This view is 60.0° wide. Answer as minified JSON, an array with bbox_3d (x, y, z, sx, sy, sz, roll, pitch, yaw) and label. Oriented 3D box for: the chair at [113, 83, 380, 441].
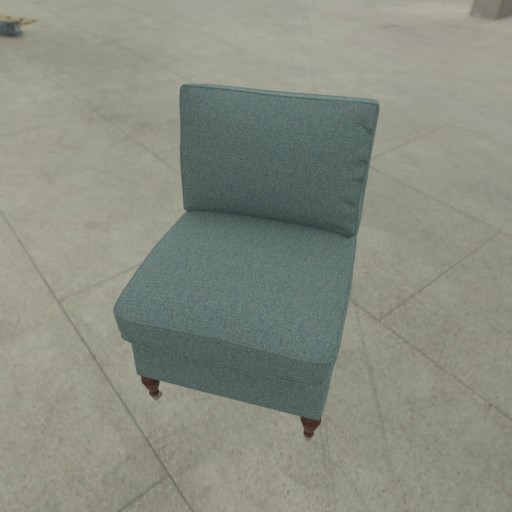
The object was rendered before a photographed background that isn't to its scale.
[{"bbox_3d":[0.000,0.000,1.424,0.624,0.901,0.796,10,41,12],"label":"chair"}]
